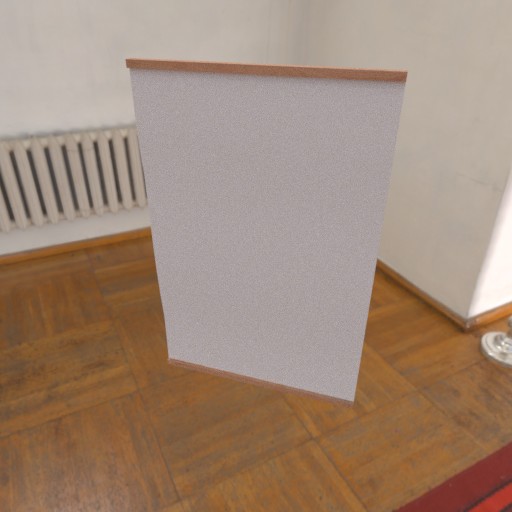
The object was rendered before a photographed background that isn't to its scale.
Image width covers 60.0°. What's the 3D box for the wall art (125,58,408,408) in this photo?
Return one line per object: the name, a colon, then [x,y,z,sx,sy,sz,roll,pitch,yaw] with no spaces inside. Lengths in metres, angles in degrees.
wall art: [0.000,0.000,0.635,0.332,0.508,0.012,9,32,15]
